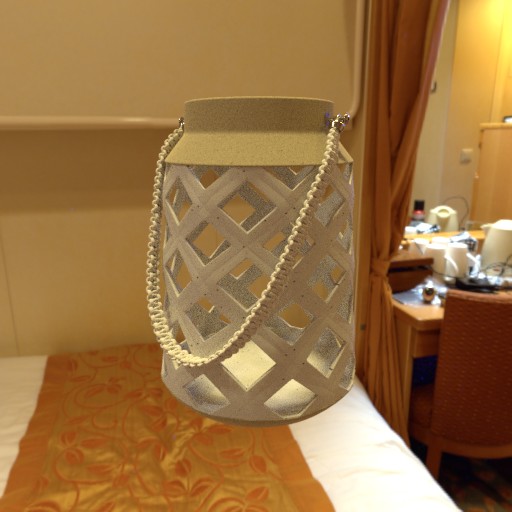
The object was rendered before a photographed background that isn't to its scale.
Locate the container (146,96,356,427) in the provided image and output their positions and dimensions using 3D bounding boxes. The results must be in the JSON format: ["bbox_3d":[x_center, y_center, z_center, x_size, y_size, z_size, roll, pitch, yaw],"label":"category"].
[{"bbox_3d":[0.000,0.000,0.403,0.188,0.264,0.198,8,17,28],"label":"container"}]
